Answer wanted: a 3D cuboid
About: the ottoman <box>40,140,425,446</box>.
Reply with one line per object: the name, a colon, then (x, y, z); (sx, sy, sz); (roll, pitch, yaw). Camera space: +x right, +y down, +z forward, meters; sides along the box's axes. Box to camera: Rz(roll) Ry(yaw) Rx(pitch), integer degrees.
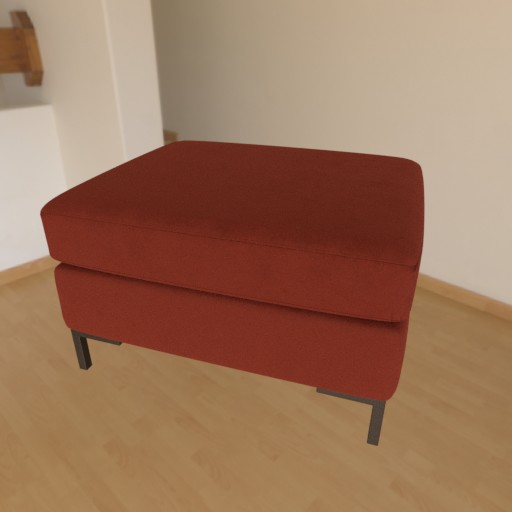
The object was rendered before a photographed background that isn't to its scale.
ottoman: (0.000, 0.000, 1.167); (0.782, 0.462, 0.650); (9, 29, 16)
